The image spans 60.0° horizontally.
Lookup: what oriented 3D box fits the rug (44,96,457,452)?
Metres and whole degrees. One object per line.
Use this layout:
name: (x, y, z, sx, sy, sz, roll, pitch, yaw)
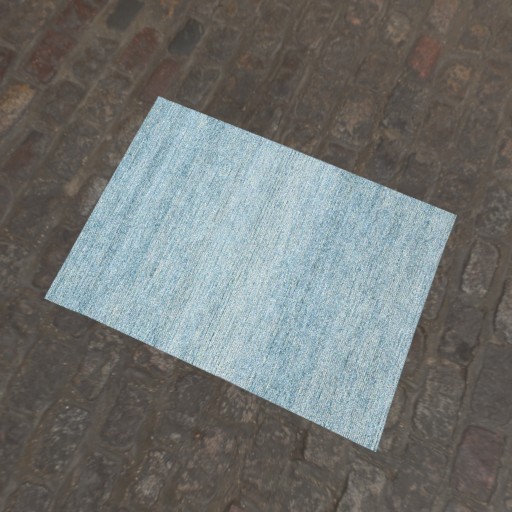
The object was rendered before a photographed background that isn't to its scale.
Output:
rug: (0.000, 0.000, 2.901, 2.260, 0.026, 1.611, 23, 77, 6)
